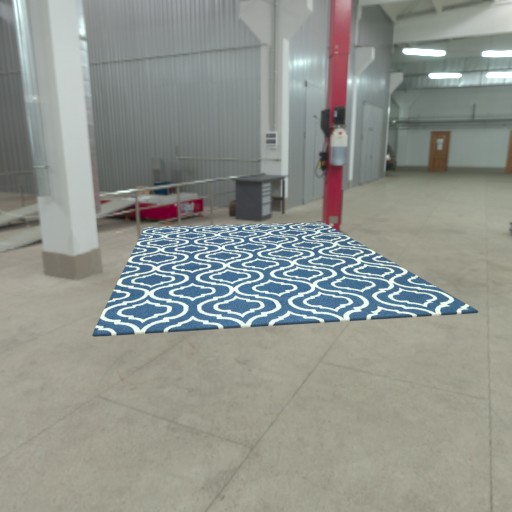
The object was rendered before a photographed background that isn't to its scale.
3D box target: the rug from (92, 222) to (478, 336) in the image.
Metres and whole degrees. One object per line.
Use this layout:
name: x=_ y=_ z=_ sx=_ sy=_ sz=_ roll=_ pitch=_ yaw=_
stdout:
rug: x=0.000 y=0.000 z=2.726 sx=1.524 sy=0.010 sz=2.134 roll=-2 pitch=14 yaw=-8
